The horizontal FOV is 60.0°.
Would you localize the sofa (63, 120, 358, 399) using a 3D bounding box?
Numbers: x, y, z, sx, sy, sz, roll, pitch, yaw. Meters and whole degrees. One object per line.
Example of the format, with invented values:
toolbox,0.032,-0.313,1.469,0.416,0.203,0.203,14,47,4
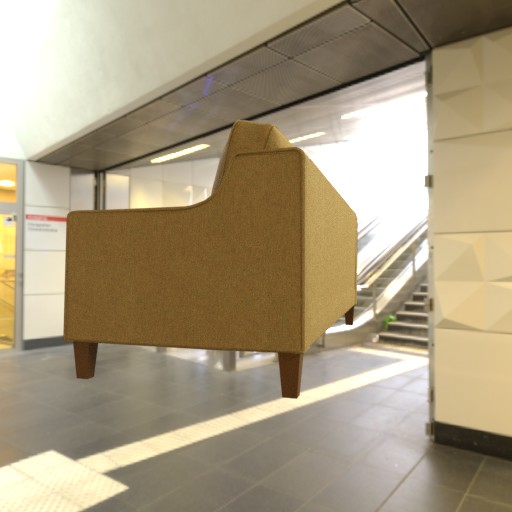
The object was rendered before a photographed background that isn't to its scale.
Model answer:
sofa,0.000,0.000,2.751,1.073,1.074,2.181,0,-1,17
